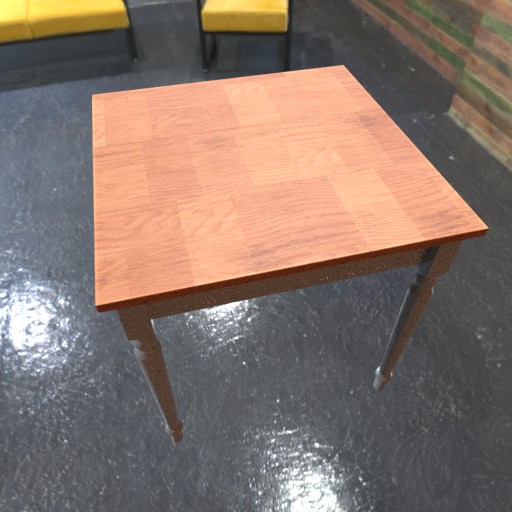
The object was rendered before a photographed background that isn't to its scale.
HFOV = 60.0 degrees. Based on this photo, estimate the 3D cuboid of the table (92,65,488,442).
[{"bbox_3d":[0.000,0.000,1.318,0.747,0.738,0.747,-11,48,-10],"label":"table"}]
